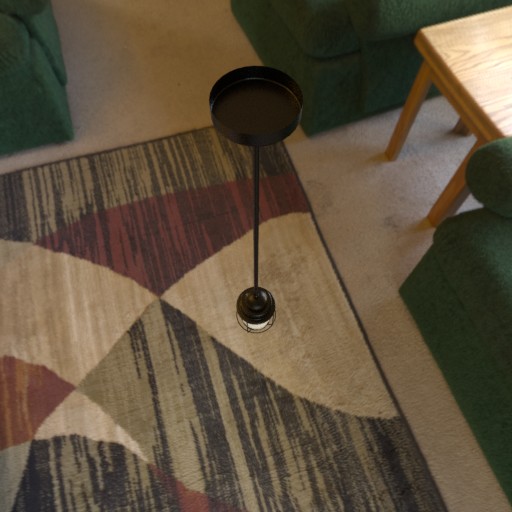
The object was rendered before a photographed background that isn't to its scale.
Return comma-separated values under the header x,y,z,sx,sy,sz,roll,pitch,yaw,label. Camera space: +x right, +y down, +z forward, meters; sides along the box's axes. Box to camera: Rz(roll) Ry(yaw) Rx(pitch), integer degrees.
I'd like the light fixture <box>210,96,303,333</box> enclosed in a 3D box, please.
x,y,z,sx,sy,sz,roll,pitch,yaw,label
0.000,0.000,0.992,0.123,0.920,0.123,-33,68,-15,light fixture
